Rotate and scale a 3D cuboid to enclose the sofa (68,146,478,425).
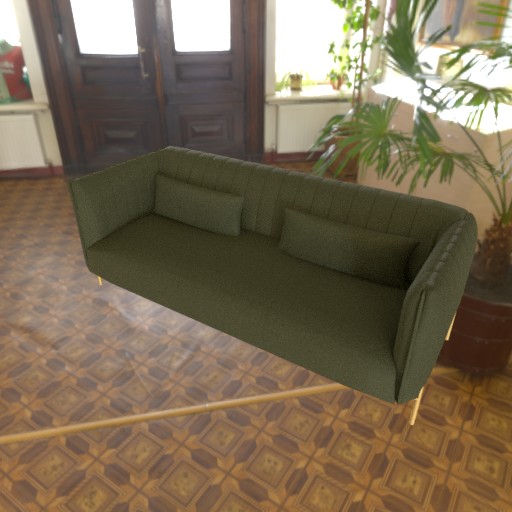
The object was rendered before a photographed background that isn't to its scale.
[{"bbox_3d":[0.000,0.000,2.537,2.137,0.793,0.896,18,35,28],"label":"sofa"}]
